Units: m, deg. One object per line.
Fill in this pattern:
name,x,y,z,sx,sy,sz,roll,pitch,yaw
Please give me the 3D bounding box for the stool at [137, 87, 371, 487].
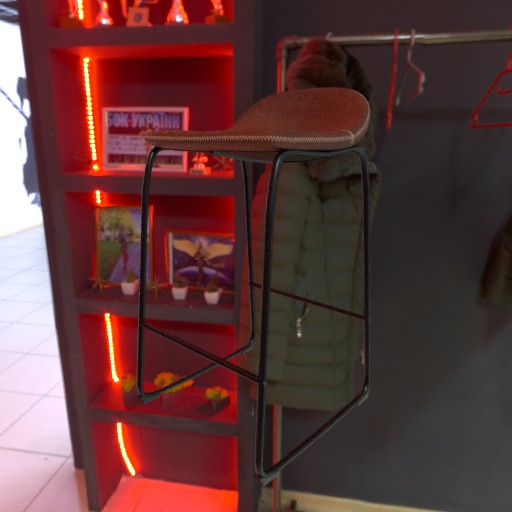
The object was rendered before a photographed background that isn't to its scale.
stool,0.000,0.000,1.125,0.454,0.830,0.473,14,21,40
